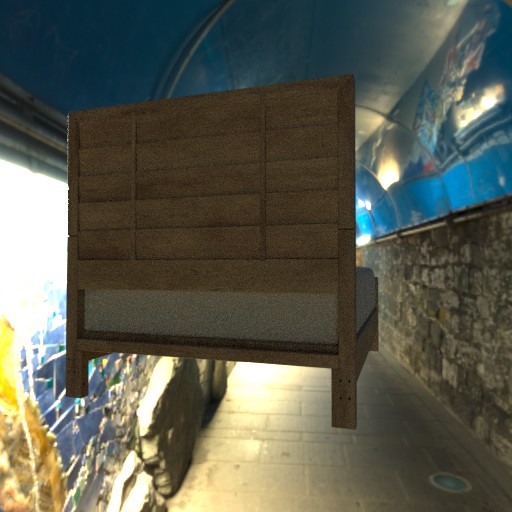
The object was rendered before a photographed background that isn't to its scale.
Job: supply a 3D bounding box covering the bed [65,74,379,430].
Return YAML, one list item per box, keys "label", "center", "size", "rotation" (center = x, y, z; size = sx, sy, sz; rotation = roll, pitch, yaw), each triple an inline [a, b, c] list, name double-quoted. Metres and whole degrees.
- label: "bed"
  center: [0.000, 0.000, 3.232]
  size: [1.615, 1.631, 2.017]
  rotation: [0, -1, 18]
